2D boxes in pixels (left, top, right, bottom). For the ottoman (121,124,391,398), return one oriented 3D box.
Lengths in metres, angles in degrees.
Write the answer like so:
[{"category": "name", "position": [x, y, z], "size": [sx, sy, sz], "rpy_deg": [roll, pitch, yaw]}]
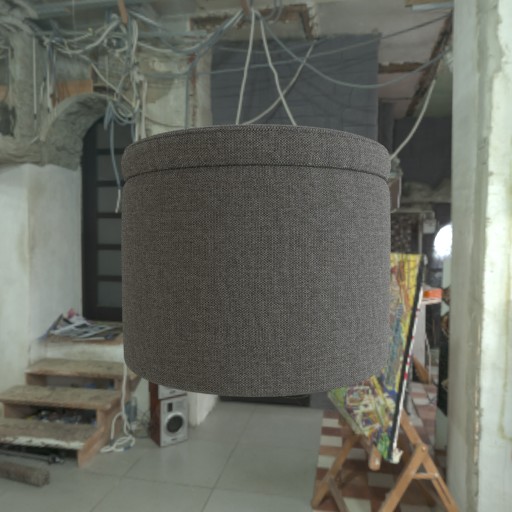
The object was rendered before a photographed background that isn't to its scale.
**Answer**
[{"category": "ottoman", "position": [0.000, 0.000, 0.896], "size": [0.520, 0.430, 0.520], "rpy_deg": [0, 2, 0]}]
